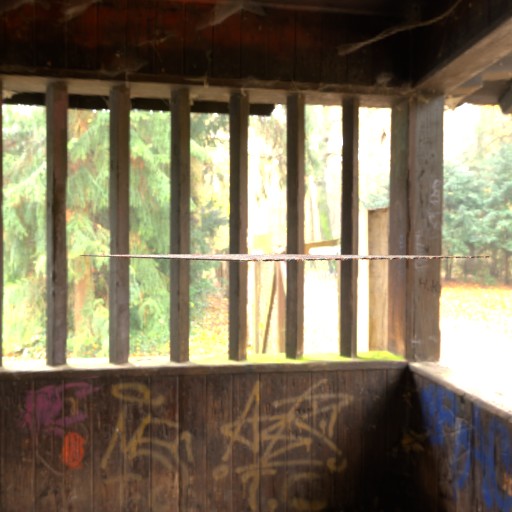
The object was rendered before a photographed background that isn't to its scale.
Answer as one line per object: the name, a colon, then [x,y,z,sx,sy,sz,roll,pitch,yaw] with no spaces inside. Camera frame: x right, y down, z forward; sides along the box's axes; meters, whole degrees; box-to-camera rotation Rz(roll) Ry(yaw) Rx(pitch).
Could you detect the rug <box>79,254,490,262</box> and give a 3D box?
rug: [0.000,0.000,4.290,2.439,0.015,3.274,0,1,-36]
